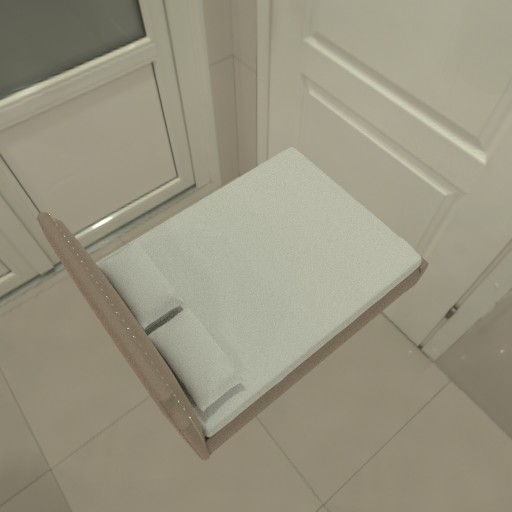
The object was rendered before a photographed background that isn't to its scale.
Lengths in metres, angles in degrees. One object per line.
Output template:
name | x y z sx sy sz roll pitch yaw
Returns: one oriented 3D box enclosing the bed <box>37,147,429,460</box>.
bed | 0.000 0.000 3.418 2.372 1.443 1.713 -34 64 -19
